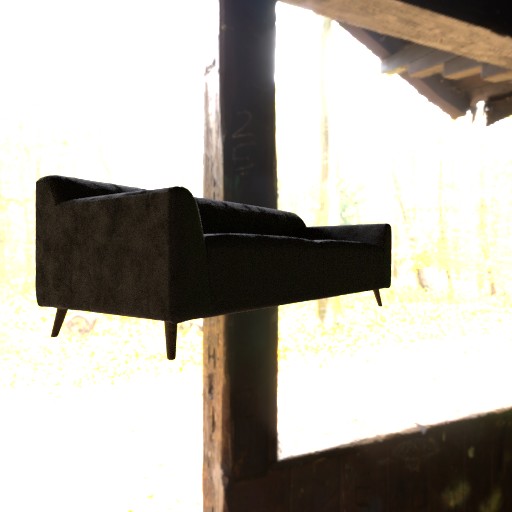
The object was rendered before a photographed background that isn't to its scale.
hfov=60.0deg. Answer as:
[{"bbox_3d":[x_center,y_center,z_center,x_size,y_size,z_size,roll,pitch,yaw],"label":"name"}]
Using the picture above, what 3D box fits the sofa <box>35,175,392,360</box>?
[{"bbox_3d":[0.000,0.000,2.621,0.900,0.740,2.190,0,0,36],"label":"sofa"}]
